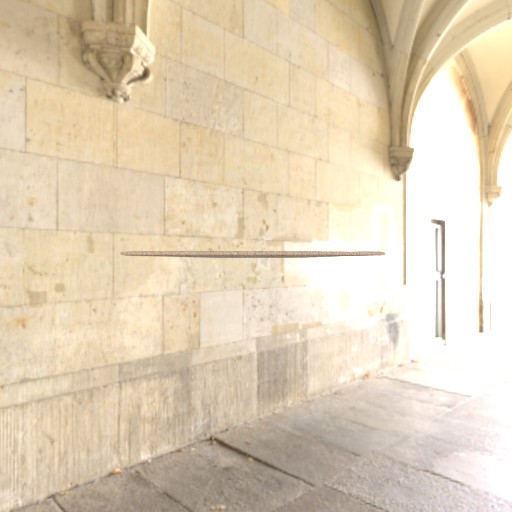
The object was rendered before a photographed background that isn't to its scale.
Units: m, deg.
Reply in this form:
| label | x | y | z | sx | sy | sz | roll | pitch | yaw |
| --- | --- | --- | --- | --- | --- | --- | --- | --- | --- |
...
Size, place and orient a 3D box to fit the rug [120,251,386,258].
| label | x | y | z | sx | sy | sz | roll | pitch | yaw |
| --- | --- | --- | --- | --- | --- | --- | --- | --- | --- |
| rug | 0.000 | 0.000 | 2.626 | 0.855 | 0.017 | 2.452 | 0 | 0 | 1 |
